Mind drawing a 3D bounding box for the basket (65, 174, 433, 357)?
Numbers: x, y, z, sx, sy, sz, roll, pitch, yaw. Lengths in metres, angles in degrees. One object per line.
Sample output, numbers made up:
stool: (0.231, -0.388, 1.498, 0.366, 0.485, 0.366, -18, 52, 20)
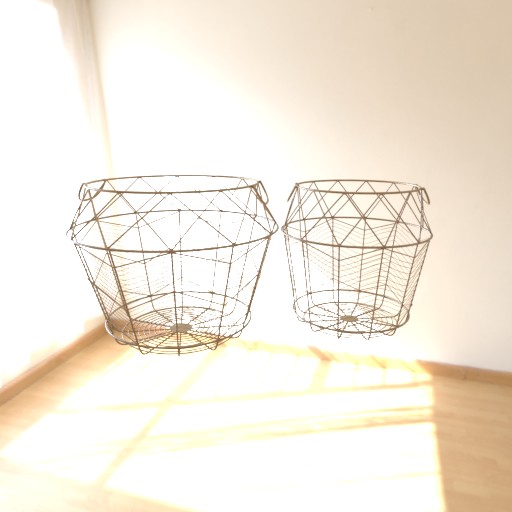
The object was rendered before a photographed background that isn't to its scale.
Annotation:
basket: (0.000, 0.000, 1.017, 0.805, 0.343, 0.451, -2, 15, -8)
